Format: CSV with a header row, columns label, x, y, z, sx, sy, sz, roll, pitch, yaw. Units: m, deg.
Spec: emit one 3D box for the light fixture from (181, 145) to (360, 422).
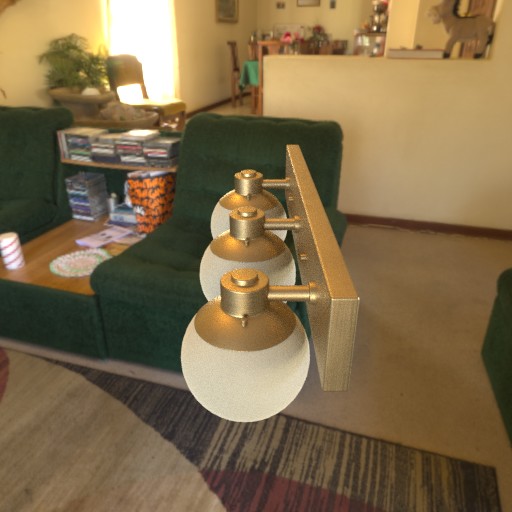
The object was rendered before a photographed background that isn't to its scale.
label,x,y,z,sx,sy,sz,roll,pitch,yaw
light fixture,0.000,0.000,0.849,0.218,0.263,0.721,0,27,0
